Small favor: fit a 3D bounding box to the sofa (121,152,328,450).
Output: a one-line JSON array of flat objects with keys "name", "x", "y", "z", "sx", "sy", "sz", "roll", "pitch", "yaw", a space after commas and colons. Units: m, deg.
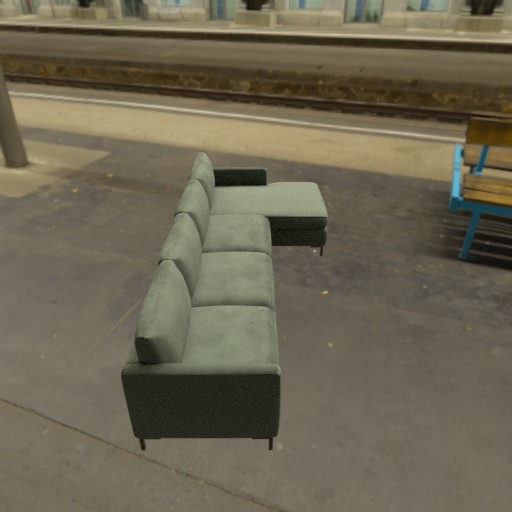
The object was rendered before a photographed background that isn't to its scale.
[{"name": "sofa", "x": 0.000, "y": 0.000, "z": 3.246, "sx": 1.255, "sy": 0.756, "sz": 2.725, "roll": 0, "pitch": 31, "yaw": 0}]
